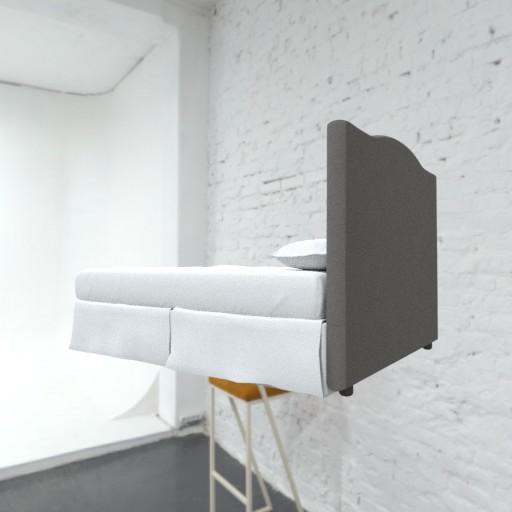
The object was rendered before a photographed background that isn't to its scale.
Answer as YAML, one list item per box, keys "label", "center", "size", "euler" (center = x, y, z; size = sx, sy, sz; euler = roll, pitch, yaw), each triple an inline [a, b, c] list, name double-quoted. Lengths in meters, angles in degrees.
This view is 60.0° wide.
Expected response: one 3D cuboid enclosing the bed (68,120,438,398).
- label: "bed"
  center: [0.000, 0.000, 3.456]
  size: [2.282, 1.436, 1.821]
  euler: [-1, -1, 36]
